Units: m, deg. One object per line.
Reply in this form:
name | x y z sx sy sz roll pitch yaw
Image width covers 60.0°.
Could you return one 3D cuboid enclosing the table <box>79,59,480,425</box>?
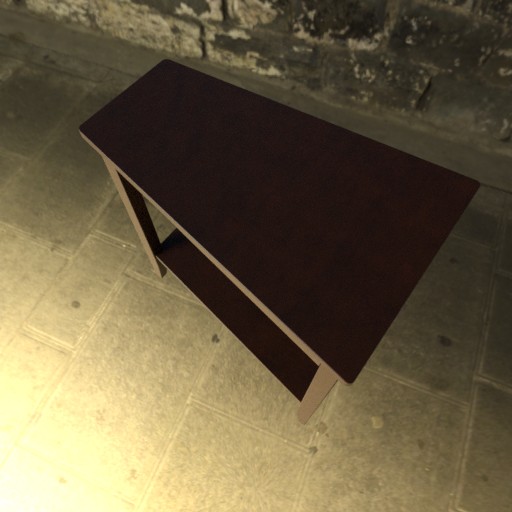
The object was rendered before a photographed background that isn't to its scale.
table | 0.000 0.000 0.979 0.605 0.589 0.399 34 67 16
